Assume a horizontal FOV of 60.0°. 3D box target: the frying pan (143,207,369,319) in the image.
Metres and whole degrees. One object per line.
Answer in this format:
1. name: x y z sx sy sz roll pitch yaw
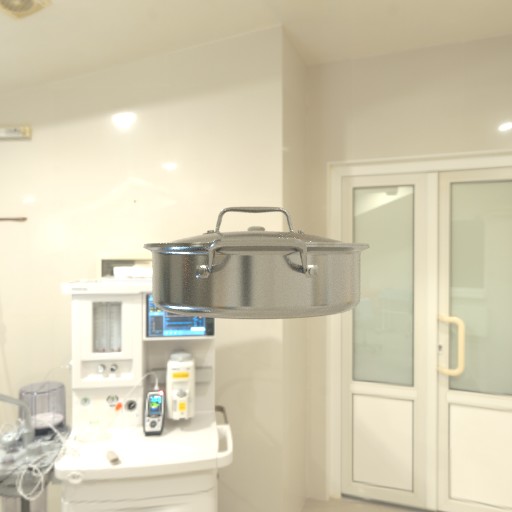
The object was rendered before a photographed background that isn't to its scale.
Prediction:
1. frying pan: 0.000 0.000 0.585 0.245 0.111 0.492 0 0 0
